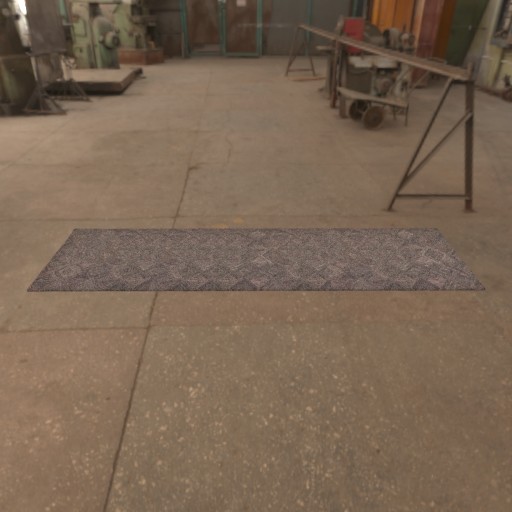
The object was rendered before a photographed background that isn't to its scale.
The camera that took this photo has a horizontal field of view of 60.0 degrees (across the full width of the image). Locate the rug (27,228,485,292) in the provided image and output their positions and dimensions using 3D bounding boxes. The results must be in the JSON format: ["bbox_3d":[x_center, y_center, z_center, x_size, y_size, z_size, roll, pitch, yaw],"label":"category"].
[{"bbox_3d":[0.000,0.000,2.508,2.296,0.011,0.691,0,30,0],"label":"rug"}]
